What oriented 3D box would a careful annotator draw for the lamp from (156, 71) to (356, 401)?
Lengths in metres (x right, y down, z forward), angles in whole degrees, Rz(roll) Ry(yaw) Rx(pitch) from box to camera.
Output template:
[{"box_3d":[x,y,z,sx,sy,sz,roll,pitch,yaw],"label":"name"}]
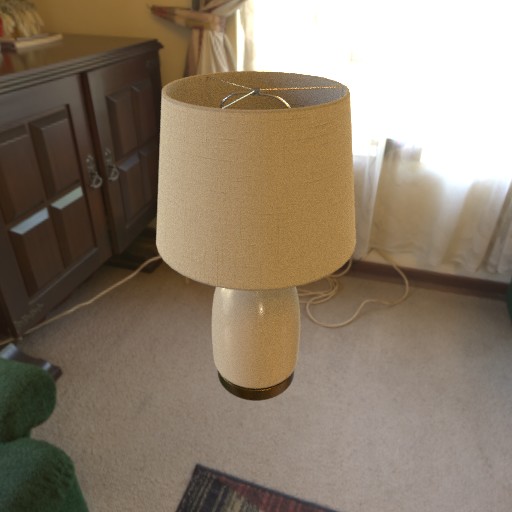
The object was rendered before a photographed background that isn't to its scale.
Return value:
[{"box_3d":[0.000,0.000,0.666,0.285,0.483,0.285,0,32,0],"label":"lamp"}]
